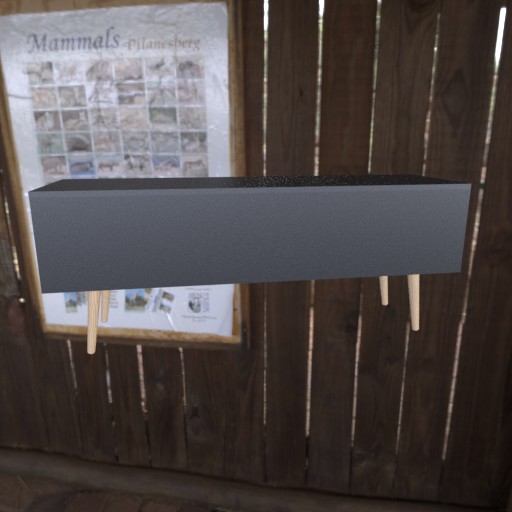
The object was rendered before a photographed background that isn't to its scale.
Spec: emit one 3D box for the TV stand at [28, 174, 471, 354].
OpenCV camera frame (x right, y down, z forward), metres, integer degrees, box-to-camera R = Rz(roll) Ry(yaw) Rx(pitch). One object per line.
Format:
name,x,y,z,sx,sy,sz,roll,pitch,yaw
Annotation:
TV stand,0.000,0.000,1.548,1.312,0.518,0.390,-2,15,-9
